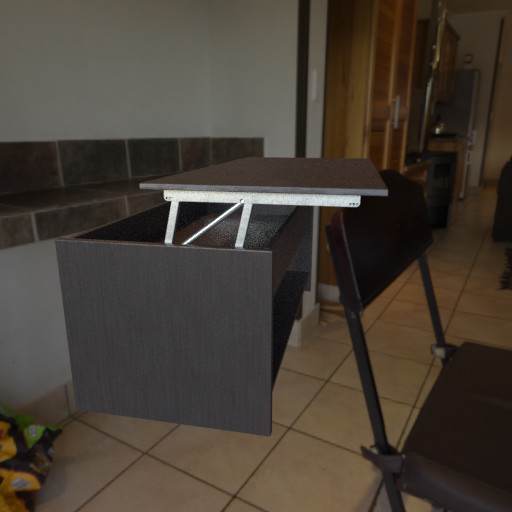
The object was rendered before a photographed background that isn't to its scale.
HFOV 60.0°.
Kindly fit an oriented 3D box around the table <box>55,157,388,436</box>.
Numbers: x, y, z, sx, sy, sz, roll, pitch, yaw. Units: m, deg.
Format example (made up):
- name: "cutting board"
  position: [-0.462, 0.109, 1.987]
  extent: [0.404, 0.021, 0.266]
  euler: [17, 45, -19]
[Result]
- name: "table"
  position: [0.000, 0.000, 1.435]
  extent: [0.712, 0.570, 1.000]
  euler: [3, 16, 12]
